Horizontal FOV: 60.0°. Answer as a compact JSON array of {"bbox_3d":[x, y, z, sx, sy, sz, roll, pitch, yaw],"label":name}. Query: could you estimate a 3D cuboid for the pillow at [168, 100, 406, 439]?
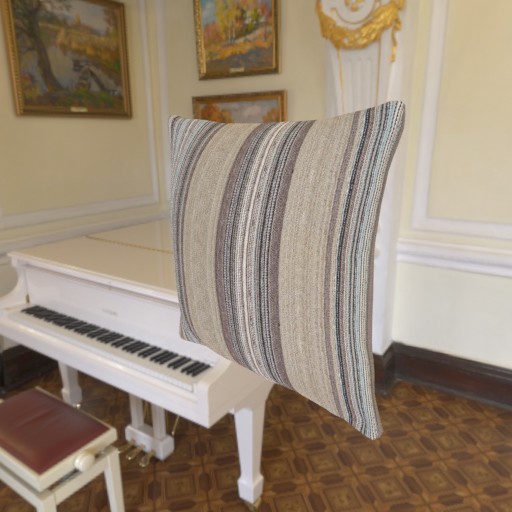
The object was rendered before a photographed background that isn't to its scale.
[{"bbox_3d":[0.000,0.000,0.659,0.189,0.416,0.435,-14,21,-43],"label":"pillow"}]
